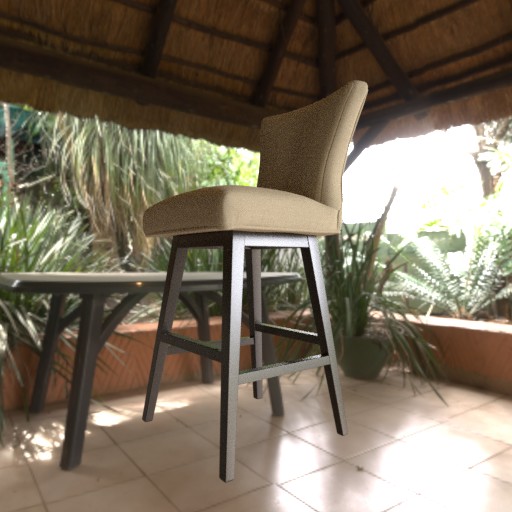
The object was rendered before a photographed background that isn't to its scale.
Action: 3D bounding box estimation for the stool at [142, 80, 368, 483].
[{"bbox_3d":[0.000,0.000,1.424,0.574,1.086,0.514,0,0,-36],"label":"stool"}]
